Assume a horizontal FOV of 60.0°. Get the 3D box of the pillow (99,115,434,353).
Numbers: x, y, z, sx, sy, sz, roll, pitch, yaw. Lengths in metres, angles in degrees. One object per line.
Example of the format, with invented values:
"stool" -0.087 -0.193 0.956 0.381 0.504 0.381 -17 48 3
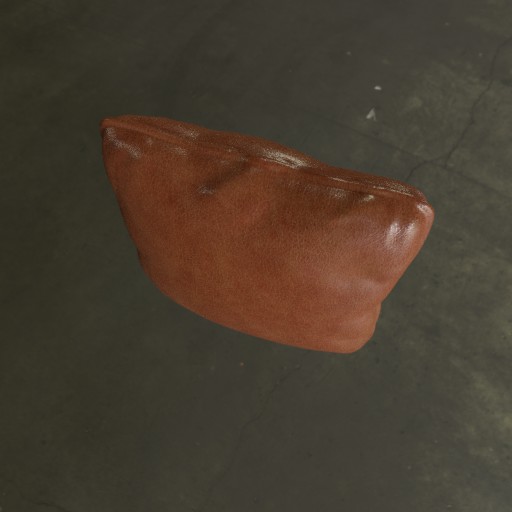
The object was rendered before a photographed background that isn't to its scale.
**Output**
"pillow" 0.000 0.000 0.846 0.532 0.523 0.236 17 60 10
